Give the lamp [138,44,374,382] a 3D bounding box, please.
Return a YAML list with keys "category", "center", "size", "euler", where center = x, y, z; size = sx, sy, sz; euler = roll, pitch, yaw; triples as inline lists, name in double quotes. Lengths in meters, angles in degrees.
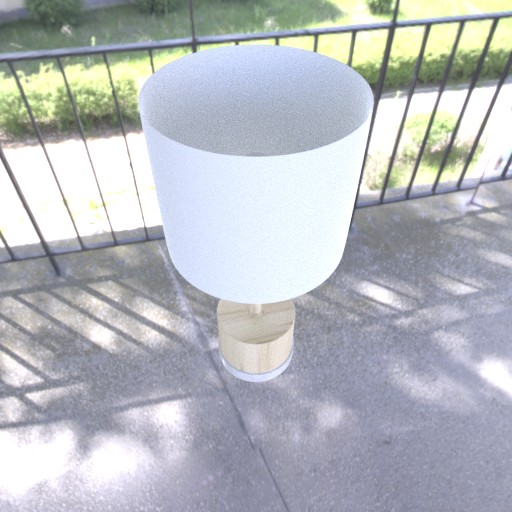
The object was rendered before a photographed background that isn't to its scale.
- category: "lamp"
  center: [0.000, 0.000, 0.604]
  size: [0.229, 0.470, 0.229]
  euler: [-10, 47, -9]
